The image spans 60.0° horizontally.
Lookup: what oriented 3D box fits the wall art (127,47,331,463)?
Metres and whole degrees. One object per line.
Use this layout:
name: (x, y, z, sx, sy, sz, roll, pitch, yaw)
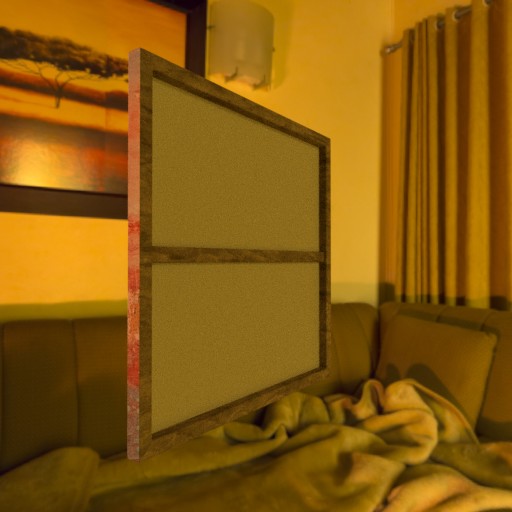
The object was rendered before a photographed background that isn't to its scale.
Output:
wall art: (0.000, 0.000, 1.102, 0.035, 0.747, 0.747, 0, -1, 37)
